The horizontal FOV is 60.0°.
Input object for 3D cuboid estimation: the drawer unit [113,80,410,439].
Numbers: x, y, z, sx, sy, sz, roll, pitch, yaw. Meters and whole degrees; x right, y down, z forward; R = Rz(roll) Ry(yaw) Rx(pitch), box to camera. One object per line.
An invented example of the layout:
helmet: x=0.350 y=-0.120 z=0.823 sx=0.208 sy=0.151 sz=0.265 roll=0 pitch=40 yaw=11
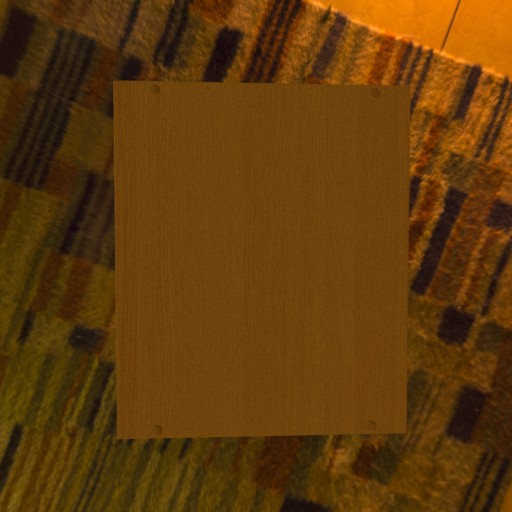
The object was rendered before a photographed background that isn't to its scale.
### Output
drawer unit: x=0.000 y=0.000 z=0.609 sx=0.290 sy=0.344 sz=0.349 roll=0 pitch=92 yaw=-3
